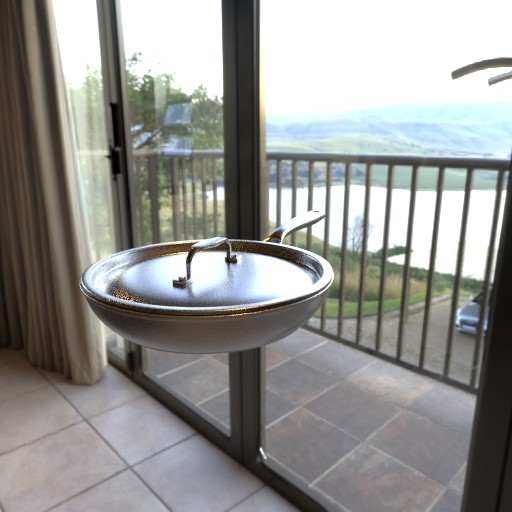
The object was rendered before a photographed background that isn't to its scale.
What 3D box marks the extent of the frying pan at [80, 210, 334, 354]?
[{"bbox_3d":[0.000,0.000,0.590,0.272,0.086,0.490,8,17,27],"label":"frying pan"}]
